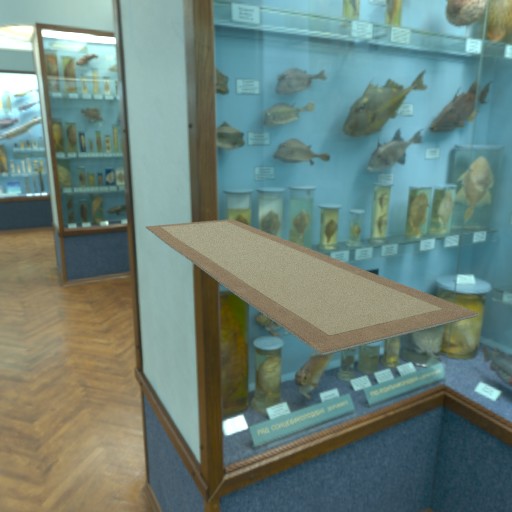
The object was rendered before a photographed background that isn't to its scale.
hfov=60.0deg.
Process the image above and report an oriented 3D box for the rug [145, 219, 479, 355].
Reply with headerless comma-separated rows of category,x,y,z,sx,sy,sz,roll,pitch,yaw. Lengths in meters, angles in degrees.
rug,0.000,0.000,2.640,0.767,0.012,2.430,-7,16,-26
